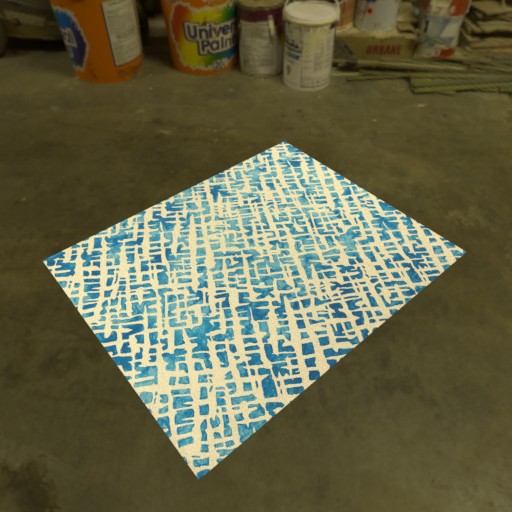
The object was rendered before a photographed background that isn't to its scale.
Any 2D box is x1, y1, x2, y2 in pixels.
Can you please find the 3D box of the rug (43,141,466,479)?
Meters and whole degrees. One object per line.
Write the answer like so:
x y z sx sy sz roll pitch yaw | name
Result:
0.000 0.000 4.038 3.007 0.007 2.435 -32 54 -26 | rug
